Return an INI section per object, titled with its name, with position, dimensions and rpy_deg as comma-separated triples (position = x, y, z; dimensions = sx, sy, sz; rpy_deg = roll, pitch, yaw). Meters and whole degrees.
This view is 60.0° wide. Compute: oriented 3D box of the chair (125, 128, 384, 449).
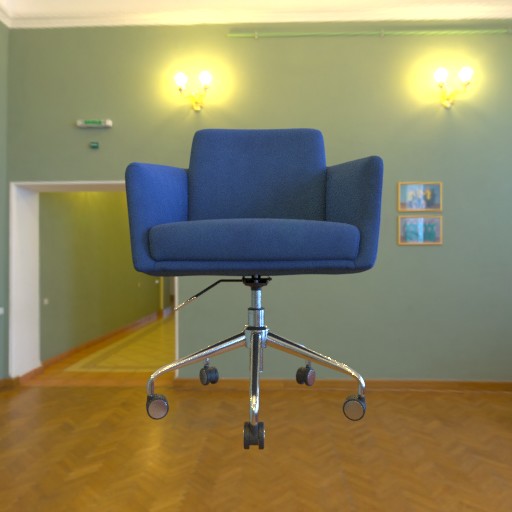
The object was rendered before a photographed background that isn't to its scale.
[chair]
position = 0.000, 0.000, 1.308
dimensions = 0.641, 0.908, 0.635
rpy_deg = 0, 0, 1
